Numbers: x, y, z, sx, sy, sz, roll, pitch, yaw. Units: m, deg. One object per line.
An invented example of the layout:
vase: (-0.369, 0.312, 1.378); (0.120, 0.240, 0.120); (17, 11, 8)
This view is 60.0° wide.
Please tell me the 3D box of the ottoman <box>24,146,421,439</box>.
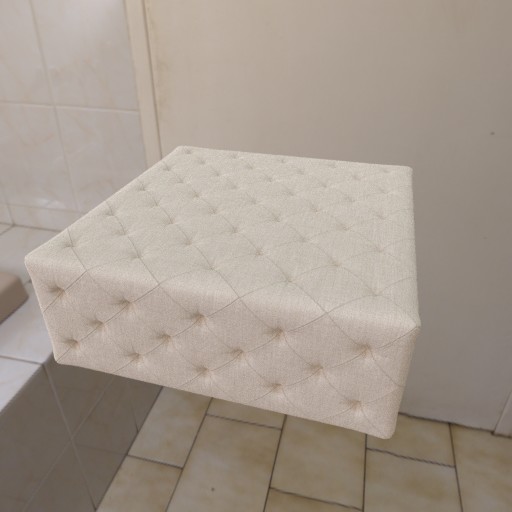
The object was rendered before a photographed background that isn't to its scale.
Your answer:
ottoman: (0.000, 0.000, 1.587); (1.028, 0.439, 1.028); (8, 32, 13)
